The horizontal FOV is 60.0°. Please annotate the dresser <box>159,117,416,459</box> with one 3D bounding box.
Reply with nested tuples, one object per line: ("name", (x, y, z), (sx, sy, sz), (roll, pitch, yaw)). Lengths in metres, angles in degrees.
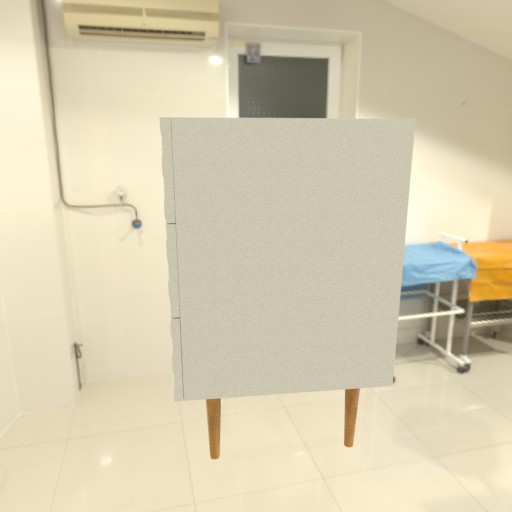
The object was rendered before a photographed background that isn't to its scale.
("dresser", (0.000, 0.000, 1.286), (0.457, 0.721, 0.905), (-2, 15, -7))
